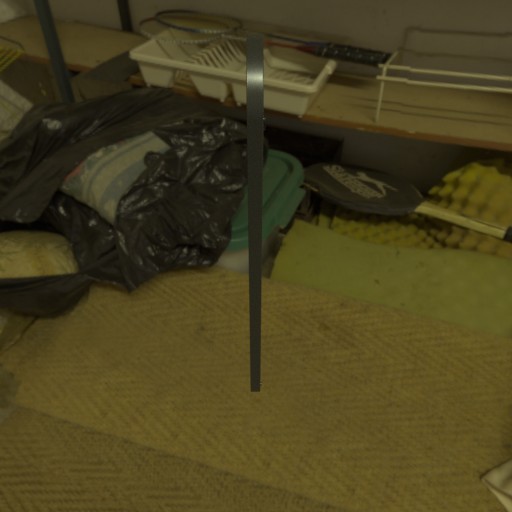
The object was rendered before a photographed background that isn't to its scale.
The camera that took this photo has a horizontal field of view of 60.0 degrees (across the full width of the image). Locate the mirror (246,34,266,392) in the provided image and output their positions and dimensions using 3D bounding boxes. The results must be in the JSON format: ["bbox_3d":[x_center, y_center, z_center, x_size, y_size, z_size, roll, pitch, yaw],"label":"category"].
[{"bbox_3d":[0.000,0.000,1.080,0.032,0.991,0.222,0,41,0],"label":"mirror"}]
